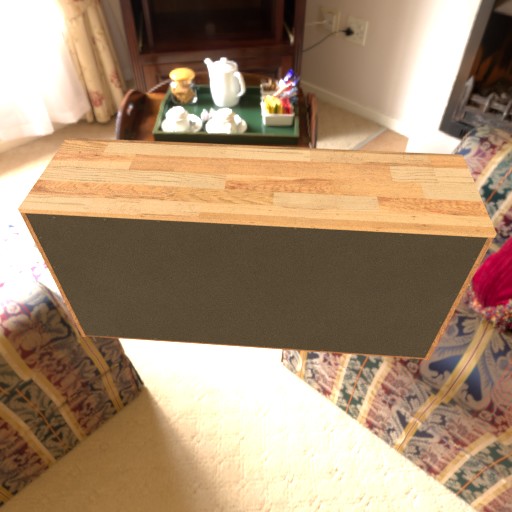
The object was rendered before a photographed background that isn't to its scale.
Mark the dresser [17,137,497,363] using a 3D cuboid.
[{"bbox_3d":[0.000,0.000,1.894,1.547,0.834,0.487,3,46,3],"label":"dresser"}]
